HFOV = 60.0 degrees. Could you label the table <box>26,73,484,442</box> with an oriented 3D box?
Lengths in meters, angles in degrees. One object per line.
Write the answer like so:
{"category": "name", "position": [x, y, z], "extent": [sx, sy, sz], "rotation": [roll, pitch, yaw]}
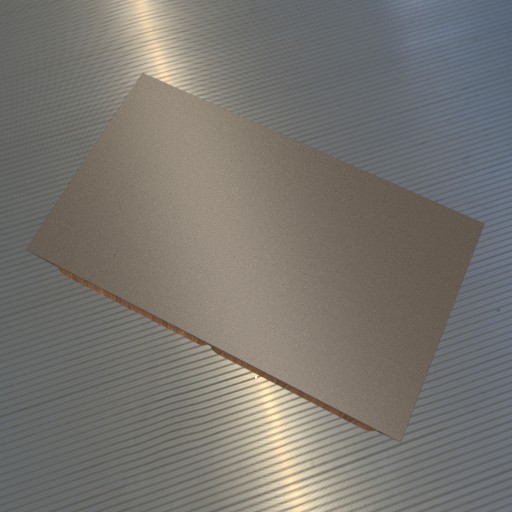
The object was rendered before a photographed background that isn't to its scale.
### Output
{"category": "table", "position": [0.000, 0.000, 1.526], "extent": [1.201, 0.404, 0.703], "rotation": [26, 76, 7]}
